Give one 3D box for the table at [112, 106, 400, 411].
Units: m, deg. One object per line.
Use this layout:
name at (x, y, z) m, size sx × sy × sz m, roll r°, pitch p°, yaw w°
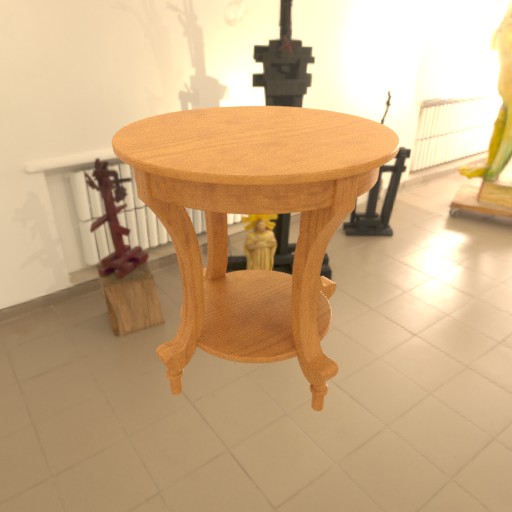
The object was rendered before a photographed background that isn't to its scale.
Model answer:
table at (0.000, 0.000, 1.098) m, size 0.597 × 0.612 × 0.597 m, roll 0°, pitch 29°, yaw 0°
